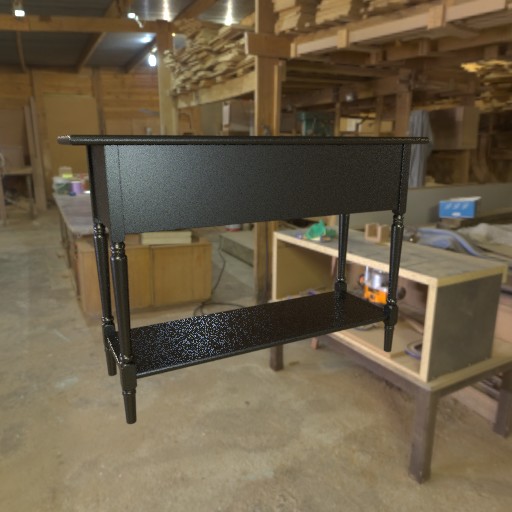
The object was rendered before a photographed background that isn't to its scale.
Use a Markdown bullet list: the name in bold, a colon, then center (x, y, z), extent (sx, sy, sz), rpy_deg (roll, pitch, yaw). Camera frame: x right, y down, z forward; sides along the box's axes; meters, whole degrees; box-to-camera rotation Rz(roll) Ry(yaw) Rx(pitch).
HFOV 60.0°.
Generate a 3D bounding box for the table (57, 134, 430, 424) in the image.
- **table**: center (0.000, 0.000, 1.575), extent (1.191, 0.819, 0.386), rpy_deg (-7, 16, -26)
